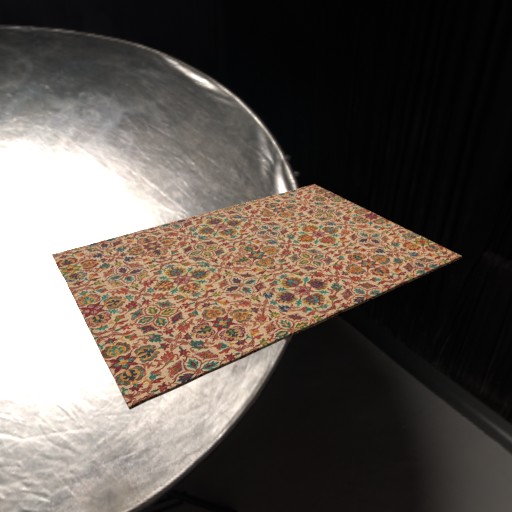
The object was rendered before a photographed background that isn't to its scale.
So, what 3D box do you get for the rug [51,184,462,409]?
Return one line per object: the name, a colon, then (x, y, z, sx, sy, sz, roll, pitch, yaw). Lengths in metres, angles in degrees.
rug: (0.000, 0.000, 2.975, 2.297, 0.018, 1.541, -19, 36, -28)
